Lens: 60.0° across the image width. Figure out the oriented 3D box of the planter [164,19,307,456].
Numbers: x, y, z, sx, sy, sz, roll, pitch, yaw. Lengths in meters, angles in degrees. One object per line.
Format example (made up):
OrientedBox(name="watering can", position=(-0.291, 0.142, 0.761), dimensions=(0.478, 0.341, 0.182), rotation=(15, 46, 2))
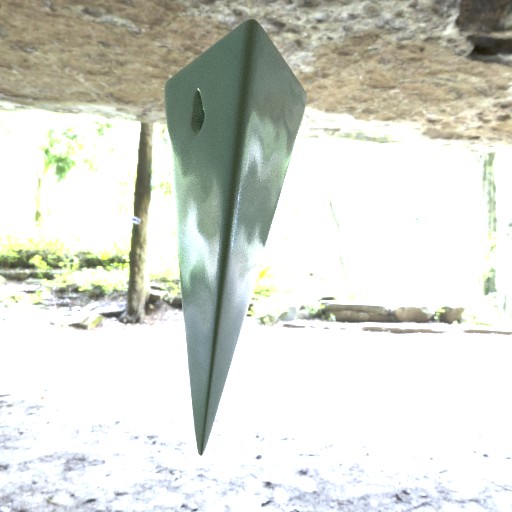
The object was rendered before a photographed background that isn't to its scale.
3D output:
OrientedBox(name="planter", position=(0.000, 0.000, 0.215), dimensions=(0.064, 0.178, 0.080), rotation=(0, 1, -35))
